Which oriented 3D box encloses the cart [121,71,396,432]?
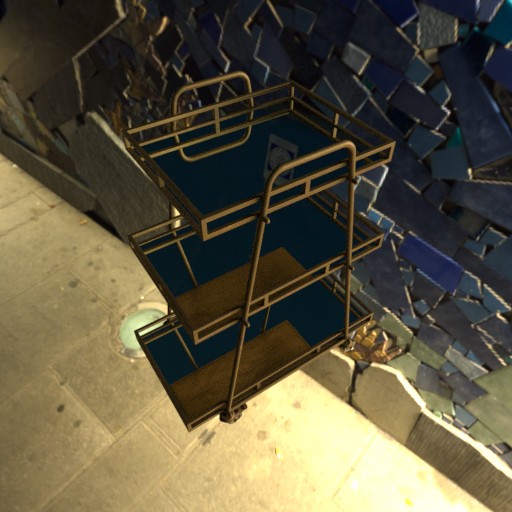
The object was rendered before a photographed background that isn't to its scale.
[{"bbox_3d":[0.000,0.000,1.264,0.711,0.883,0.441,-25,50,-23],"label":"cart"}]
